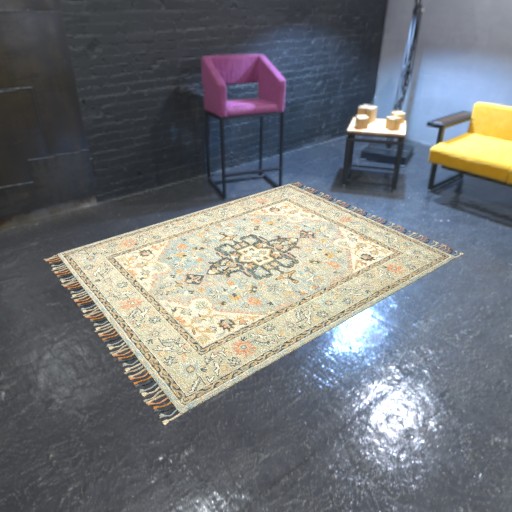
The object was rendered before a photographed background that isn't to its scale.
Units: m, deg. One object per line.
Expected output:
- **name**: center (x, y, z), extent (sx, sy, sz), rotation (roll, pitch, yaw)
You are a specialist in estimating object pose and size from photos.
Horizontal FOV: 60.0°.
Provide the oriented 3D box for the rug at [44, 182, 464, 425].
- **rug**: center (0.000, 0.000, 2.257), extent (1.730, 0.009, 1.278), rotation (-22, 37, -32)
